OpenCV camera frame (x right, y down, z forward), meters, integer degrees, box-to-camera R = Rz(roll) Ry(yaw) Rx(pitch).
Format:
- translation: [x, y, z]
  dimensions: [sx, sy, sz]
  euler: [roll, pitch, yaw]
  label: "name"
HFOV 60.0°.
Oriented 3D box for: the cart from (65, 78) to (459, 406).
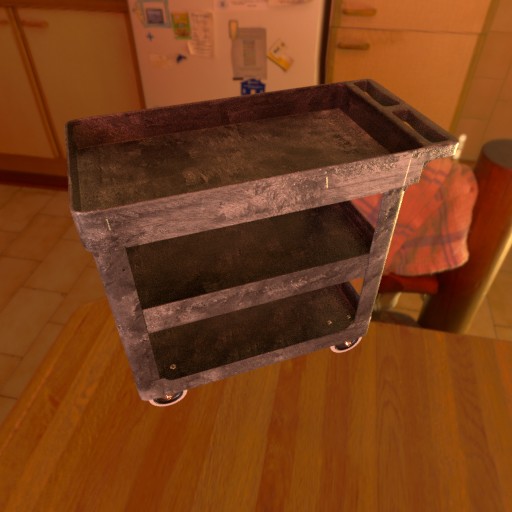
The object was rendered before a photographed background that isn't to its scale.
- translation: [0.000, 0.000, 1.349]
  dimensions: [0.877, 0.824, 0.420]
  euler: [-13, 44, -14]
  label: "cart"
